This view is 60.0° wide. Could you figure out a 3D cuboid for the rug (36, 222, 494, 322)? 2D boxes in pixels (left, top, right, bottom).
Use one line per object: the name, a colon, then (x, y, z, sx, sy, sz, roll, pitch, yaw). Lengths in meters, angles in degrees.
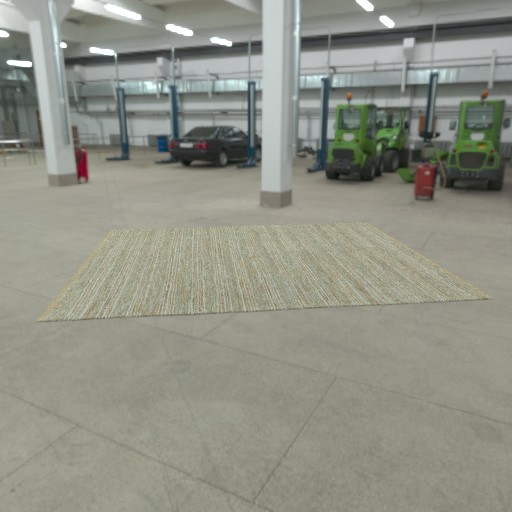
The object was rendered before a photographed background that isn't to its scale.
rug: (0.000, 0.000, 4.068, 3.034, 0.012, 2.471, -2, 17, -7)
